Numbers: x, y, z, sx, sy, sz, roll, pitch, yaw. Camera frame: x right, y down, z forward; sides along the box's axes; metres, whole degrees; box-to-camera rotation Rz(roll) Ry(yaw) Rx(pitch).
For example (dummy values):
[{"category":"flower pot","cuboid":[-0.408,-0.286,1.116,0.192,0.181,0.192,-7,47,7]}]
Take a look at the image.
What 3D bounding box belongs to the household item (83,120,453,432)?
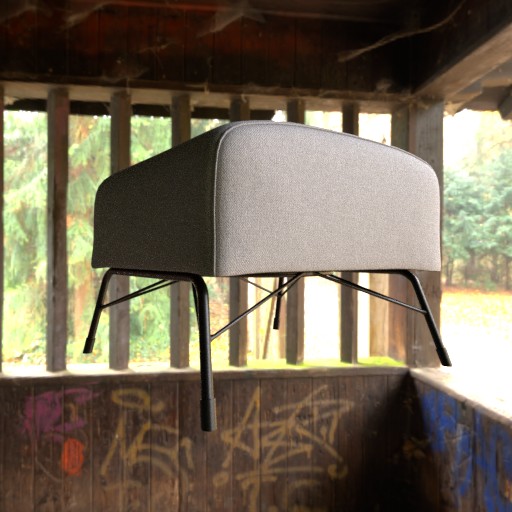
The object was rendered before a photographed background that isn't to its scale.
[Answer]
[{"category":"household item","cuboid":[0.000,0.000,0.883,0.530,0.410,0.530,0,0,-36]}]
